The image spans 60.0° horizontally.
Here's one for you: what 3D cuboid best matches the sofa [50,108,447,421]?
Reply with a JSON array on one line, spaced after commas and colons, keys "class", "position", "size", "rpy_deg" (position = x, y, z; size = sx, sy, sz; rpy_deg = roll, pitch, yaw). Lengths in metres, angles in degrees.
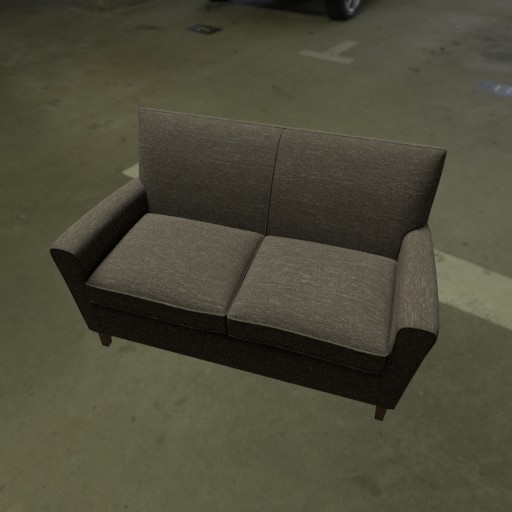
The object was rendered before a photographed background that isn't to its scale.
[{"class": "sofa", "position": [0.000, 0.000, 2.021], "size": [1.509, 0.905, 0.867], "rpy_deg": [11, 43, 13]}]
